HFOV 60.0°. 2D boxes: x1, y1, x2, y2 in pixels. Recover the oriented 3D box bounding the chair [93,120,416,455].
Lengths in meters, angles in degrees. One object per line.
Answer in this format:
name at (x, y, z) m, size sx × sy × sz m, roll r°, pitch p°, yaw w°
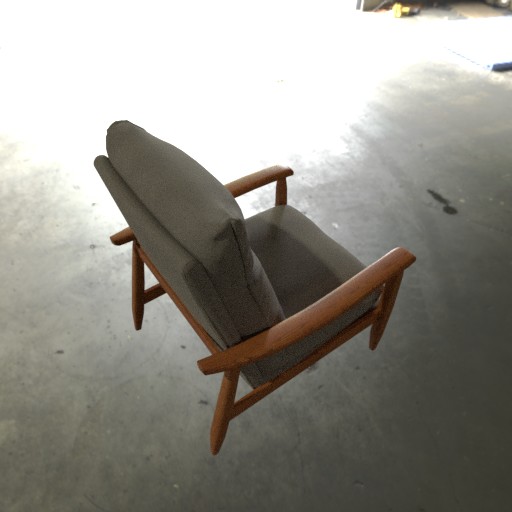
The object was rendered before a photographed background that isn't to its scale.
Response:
chair at (0.000, 0.000, 1.562) m, size 0.816 × 0.922 × 0.782 m, roll -25°, pitch 48°, yaw -25°
